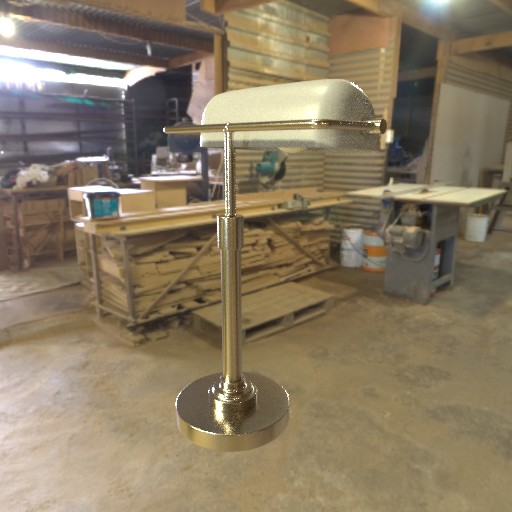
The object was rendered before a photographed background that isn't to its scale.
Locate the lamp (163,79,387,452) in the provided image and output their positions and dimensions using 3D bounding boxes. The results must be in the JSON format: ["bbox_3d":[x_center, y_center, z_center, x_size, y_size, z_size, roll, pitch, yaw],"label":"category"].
[{"bbox_3d":[0.000,0.000,0.547,0.269,0.404,0.227,14,19,43],"label":"lamp"}]
